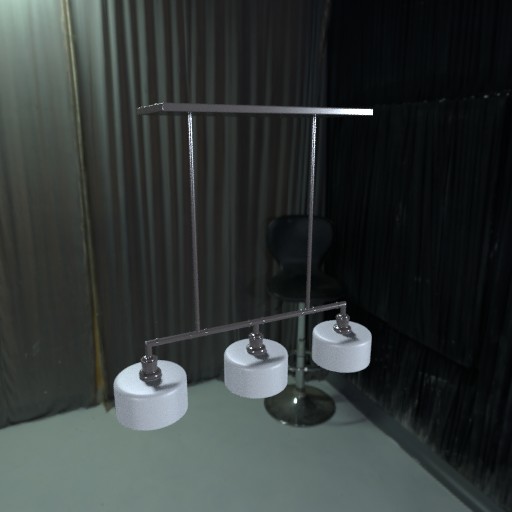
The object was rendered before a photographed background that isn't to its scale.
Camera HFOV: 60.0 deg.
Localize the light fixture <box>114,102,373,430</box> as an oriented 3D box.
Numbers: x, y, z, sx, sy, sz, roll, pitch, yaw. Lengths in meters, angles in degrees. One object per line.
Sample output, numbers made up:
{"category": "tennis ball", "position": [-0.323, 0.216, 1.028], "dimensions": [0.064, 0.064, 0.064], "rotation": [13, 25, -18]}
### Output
{"category": "light fixture", "position": [0.000, 0.000, 0.881], "dimensions": [0.582, 0.557, 0.177], "rotation": [-8, 17, -25]}
